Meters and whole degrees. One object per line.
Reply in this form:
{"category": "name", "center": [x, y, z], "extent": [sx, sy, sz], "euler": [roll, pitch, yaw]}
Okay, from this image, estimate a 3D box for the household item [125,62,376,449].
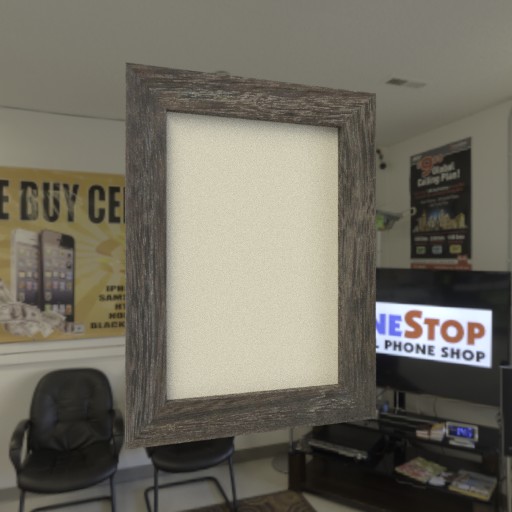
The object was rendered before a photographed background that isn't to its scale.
{"category": "household item", "center": [0.000, 0.000, 0.235], "extent": [0.133, 0.180, 0.020], "euler": [0, 0, -17]}
